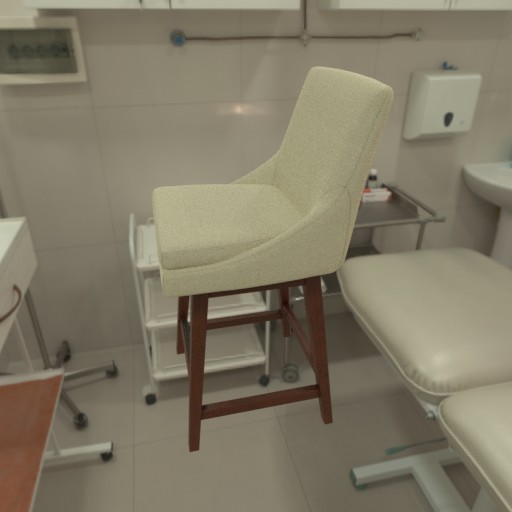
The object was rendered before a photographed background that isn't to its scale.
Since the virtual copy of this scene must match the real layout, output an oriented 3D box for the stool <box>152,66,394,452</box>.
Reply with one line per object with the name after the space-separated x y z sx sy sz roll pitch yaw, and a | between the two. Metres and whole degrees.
0.000 0.000 1.308 0.559 0.991 0.469 -7 30 -12 | stool
